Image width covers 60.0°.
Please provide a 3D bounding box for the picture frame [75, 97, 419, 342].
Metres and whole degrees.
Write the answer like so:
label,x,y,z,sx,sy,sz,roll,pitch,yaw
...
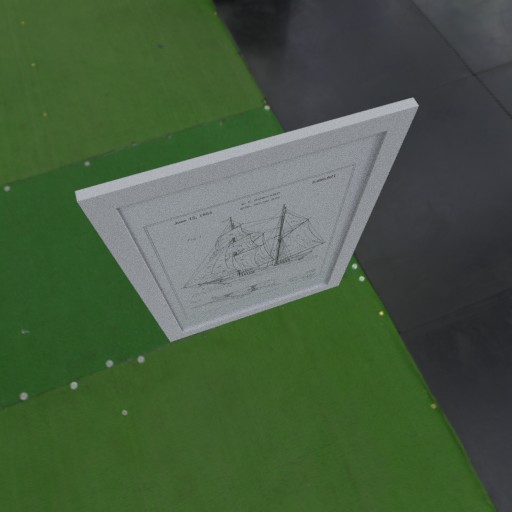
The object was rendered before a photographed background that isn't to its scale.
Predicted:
label,x,y,z,sx,sy,sz,roll,pitch,yaw
picture frame,0.000,0.000,0.609,0.326,0.459,0.011,-18,66,-8
